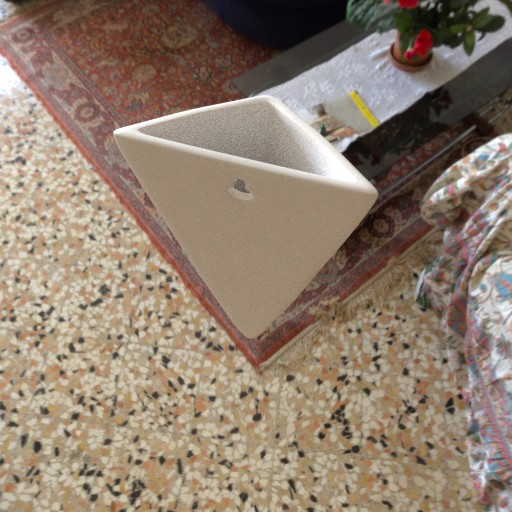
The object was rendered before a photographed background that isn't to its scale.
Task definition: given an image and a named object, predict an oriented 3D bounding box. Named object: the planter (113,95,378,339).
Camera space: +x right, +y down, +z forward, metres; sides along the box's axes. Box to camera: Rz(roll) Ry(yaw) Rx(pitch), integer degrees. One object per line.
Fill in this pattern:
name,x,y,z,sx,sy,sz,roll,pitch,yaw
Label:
planter,0.000,0.000,0.391,0.143,0.338,0.065,14,65,7
